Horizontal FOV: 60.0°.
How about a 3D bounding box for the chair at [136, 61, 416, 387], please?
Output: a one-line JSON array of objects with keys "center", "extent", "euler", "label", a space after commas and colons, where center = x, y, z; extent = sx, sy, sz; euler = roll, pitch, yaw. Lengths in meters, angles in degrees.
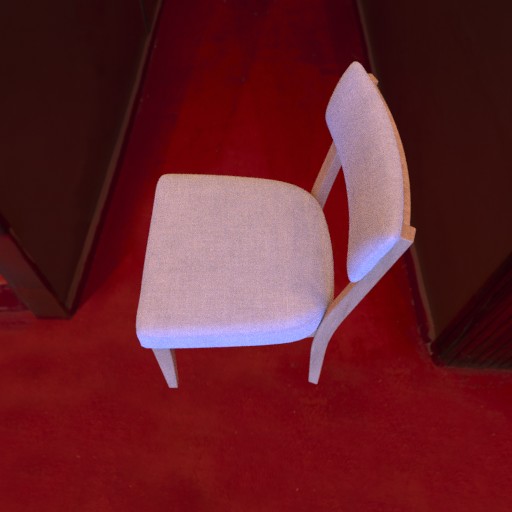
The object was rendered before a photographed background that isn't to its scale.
[{"center": [0.000, 0.000, 1.183], "extent": [0.572, 0.832, 0.508], "euler": [0, 57, 0], "label": "chair"}]
